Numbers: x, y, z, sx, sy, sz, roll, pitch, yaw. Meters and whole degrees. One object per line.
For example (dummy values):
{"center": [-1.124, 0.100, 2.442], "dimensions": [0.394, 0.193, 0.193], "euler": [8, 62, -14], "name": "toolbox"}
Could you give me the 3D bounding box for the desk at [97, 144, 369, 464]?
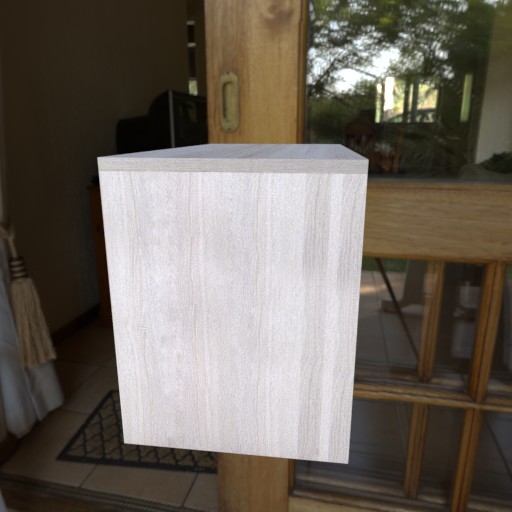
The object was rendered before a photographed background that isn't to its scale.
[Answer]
{"center": [0.000, 0.000, 1.551], "dimensions": [0.600, 0.731, 1.100], "euler": [2, 16, 7], "name": "desk"}
